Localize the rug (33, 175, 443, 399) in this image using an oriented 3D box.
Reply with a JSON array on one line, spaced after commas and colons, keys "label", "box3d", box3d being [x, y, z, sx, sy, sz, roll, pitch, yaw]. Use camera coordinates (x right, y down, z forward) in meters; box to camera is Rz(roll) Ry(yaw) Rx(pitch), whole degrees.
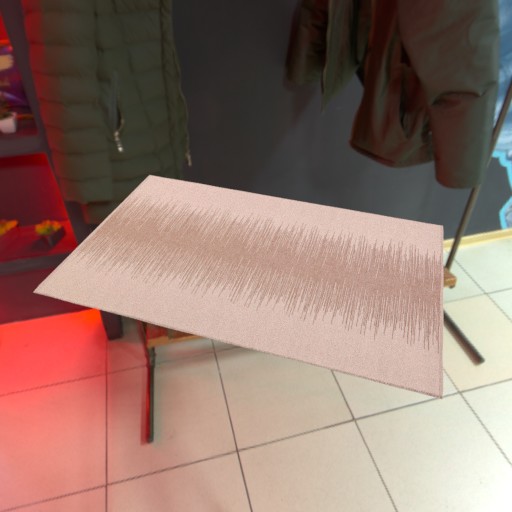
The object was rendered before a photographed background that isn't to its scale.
[{"label": "rug", "box3d": [0.000, 0.000, 3.032, 2.440, 0.012, 1.522, 12, 42, 14]}]
